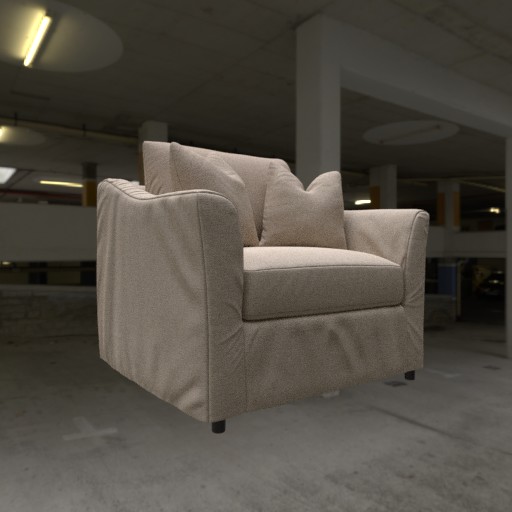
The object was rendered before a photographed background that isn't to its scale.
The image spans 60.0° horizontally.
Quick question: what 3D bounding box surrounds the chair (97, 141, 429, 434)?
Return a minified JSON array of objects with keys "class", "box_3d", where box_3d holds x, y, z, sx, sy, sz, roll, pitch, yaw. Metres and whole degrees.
[{"class":"chair","box_3d":[0.000,0.000,2.076,1.194,1.093,1.071,0,0,-36]}]
